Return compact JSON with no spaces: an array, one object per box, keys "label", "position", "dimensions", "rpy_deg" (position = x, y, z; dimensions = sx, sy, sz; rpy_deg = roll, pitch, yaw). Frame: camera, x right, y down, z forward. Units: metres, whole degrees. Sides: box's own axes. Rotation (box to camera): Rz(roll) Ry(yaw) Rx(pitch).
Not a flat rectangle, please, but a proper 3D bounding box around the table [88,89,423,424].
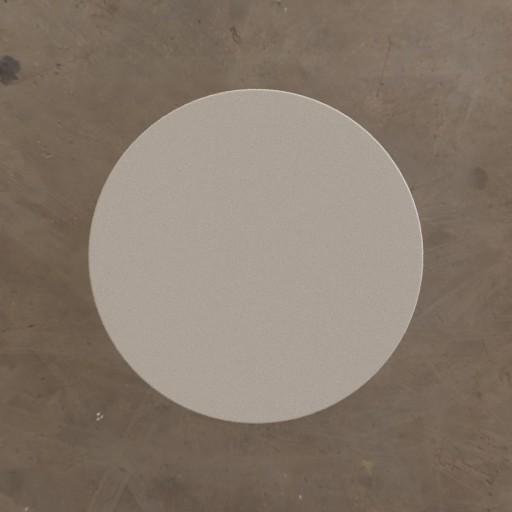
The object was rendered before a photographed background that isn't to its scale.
[{"label":"table","position":[0.000,0.000,1.431],"dimensions":[0.910,0.457,0.910],"rpy_deg":[0,91,1]}]
